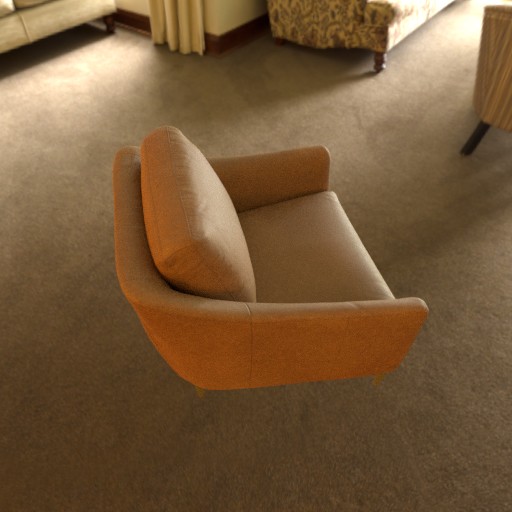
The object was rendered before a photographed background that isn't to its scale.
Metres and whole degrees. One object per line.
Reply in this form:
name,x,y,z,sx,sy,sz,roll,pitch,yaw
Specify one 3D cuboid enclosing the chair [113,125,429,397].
chair,0.000,0.000,1.772,0.963,0.895,0.988,-10,47,-9
